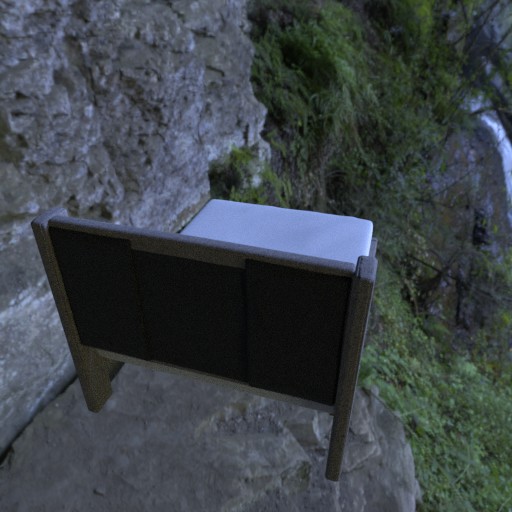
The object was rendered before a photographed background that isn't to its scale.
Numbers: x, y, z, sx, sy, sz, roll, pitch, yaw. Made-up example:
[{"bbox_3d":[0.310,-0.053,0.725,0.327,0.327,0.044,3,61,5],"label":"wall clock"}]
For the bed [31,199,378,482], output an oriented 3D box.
[{"bbox_3d":[0.000,0.000,3.315,1.714,1.476,2.245,10,34,14],"label":"bed"}]
